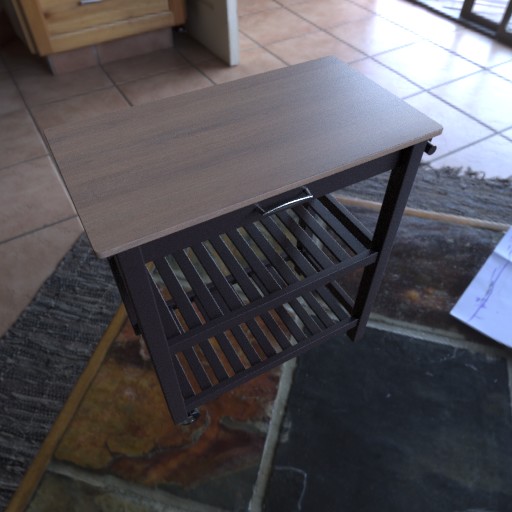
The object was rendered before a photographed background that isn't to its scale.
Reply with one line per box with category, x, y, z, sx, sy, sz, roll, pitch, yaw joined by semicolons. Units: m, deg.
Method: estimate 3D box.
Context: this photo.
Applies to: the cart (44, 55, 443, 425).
cart;0.000;0.000;1.400;0.899;0.927;0.457;-22;52;-19
